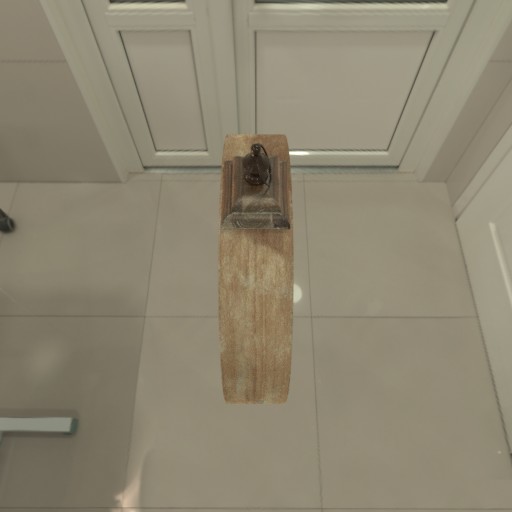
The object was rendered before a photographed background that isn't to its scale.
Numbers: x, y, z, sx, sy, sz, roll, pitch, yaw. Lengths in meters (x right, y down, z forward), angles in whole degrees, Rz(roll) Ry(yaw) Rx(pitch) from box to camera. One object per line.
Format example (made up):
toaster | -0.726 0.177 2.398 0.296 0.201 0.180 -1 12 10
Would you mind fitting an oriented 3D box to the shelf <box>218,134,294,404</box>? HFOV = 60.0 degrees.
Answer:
shelf | 0.000 0.000 0.978 0.125 0.725 0.601 0 63 0
